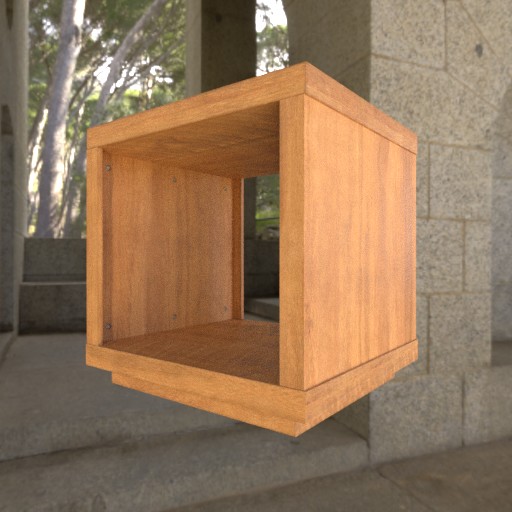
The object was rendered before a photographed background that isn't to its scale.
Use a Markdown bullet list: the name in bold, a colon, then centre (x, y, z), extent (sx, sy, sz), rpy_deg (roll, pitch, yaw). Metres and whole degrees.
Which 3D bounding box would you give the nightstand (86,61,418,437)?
- **nightstand**: centre (0.000, 0.000, 0.875), extent (0.493, 0.491, 0.436), rpy_deg (0, 0, 38)
